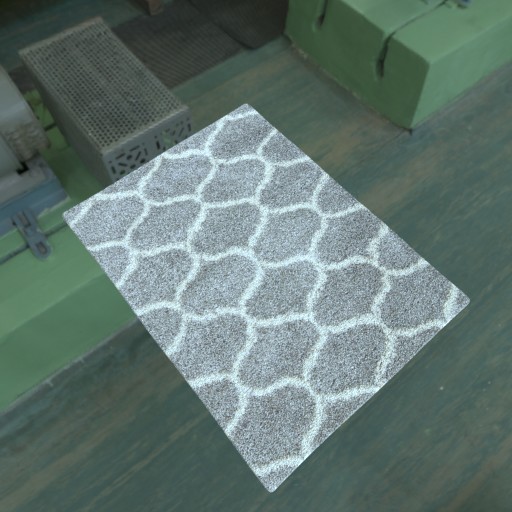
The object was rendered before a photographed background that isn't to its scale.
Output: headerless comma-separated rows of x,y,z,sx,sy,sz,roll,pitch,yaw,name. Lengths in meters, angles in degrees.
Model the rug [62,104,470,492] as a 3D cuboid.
0.000,0.000,2.108,1.200,0.025,1.600,-37,68,-17,rug
